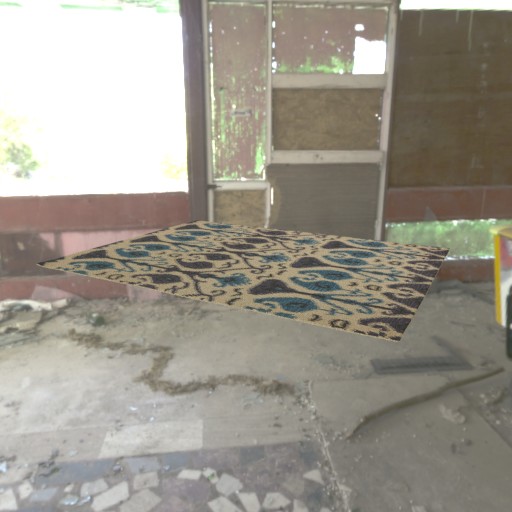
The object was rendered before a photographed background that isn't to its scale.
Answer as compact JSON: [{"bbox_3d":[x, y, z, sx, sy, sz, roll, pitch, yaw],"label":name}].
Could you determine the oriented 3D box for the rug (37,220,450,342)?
[{"bbox_3d":[0.000,0.000,4.294,3.228,0.024,2.443,8,17,28],"label":"rug"}]
